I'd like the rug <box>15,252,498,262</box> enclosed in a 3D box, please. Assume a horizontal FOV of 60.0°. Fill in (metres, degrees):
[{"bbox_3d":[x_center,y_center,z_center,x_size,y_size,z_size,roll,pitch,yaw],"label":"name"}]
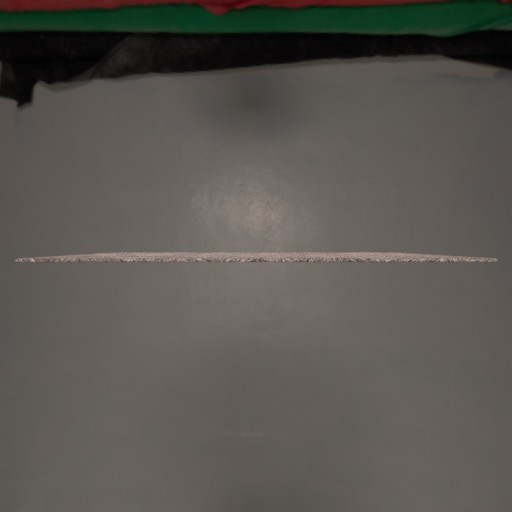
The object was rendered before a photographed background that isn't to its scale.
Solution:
[{"bbox_3d":[0.000,0.000,2.852,2.298,0.017,1.501,0,2,-1],"label":"rug"}]
